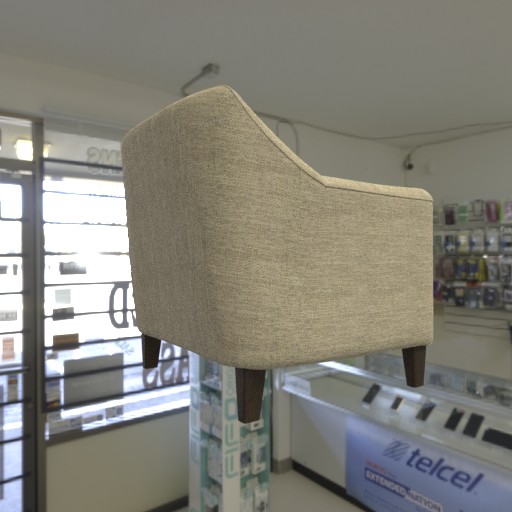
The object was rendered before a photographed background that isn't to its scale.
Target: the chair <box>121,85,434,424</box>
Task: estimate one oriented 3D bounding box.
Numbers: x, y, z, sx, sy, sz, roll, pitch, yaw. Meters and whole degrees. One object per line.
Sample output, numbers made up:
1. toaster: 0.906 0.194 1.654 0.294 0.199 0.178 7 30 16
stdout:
1. chair: 0.000 0.000 1.404 0.758 0.761 0.796 0 0 -35
